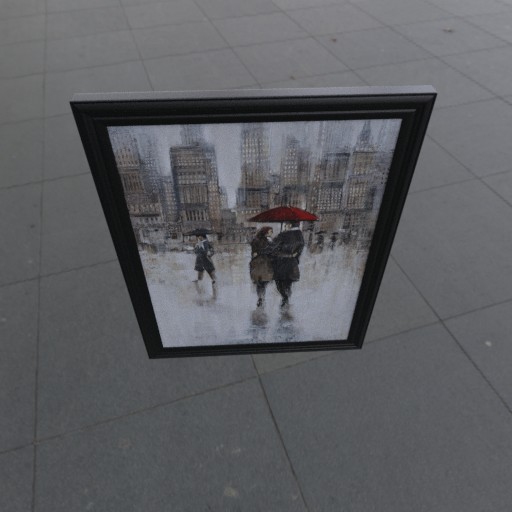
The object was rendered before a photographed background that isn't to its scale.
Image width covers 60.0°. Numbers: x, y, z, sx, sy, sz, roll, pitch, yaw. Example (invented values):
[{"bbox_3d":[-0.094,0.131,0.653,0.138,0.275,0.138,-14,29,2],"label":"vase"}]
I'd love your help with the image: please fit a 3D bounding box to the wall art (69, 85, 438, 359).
[{"bbox_3d":[0.000,0.000,1.575,0.950,1.194,0.053,-2,45,-2],"label":"wall art"}]
